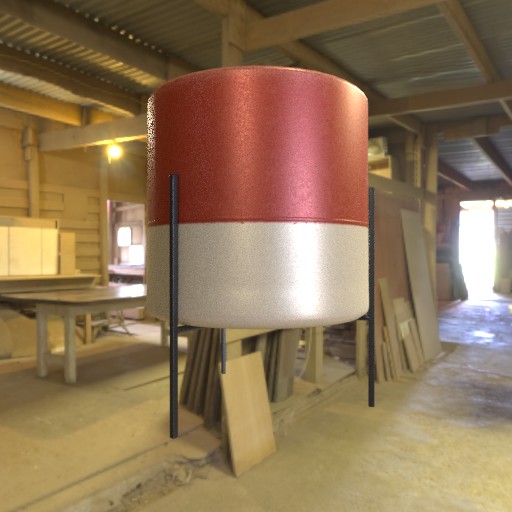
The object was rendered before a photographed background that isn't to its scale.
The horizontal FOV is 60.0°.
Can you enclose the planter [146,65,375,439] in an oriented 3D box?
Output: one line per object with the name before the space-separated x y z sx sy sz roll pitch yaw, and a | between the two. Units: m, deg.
planter | 0.000 0.000 0.704 0.345 0.465 0.354 0 0 38
